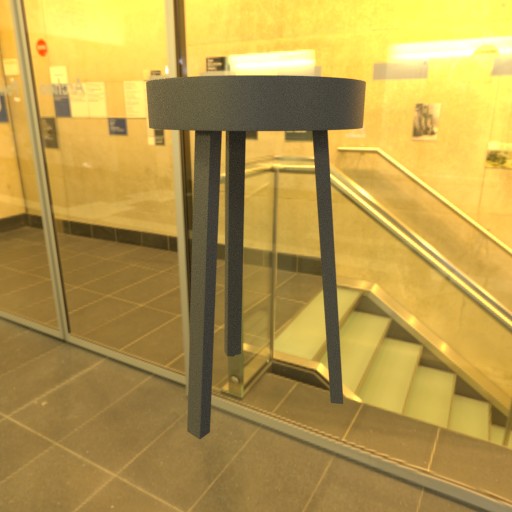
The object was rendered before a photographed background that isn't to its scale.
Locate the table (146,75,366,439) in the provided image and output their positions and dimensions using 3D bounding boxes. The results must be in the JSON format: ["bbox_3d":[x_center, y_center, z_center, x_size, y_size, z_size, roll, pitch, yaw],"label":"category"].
[{"bbox_3d":[0.000,0.000,0.946,0.406,0.686,0.406,3,18,10],"label":"table"}]
